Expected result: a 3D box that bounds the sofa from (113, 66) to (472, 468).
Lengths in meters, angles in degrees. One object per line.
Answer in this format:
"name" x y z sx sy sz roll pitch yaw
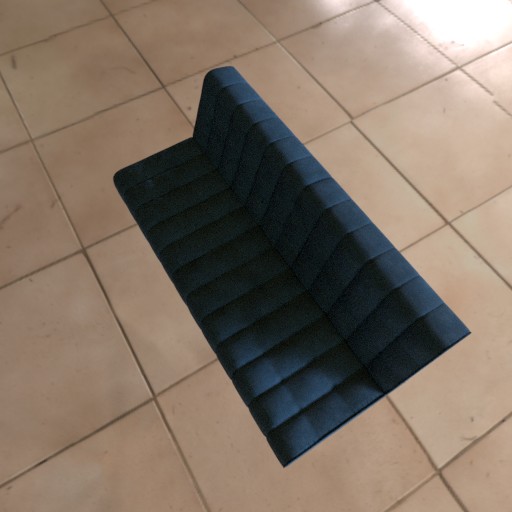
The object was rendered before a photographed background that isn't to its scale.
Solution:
"sofa" 0.000 0.000 2.297 0.855 0.813 1.804 -29 66 -15
